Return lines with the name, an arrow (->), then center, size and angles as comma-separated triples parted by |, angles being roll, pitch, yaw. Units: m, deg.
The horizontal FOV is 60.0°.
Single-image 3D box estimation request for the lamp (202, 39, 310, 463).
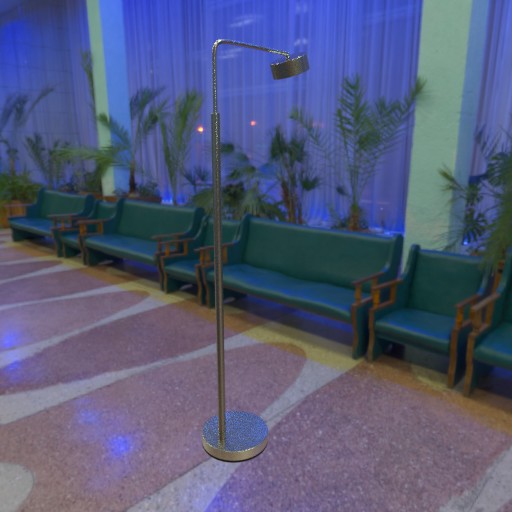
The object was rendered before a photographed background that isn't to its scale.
lamp -> 0.000, 0.000, 1.415 | 0.421, 1.250, 0.222 | -14, 20, -43
